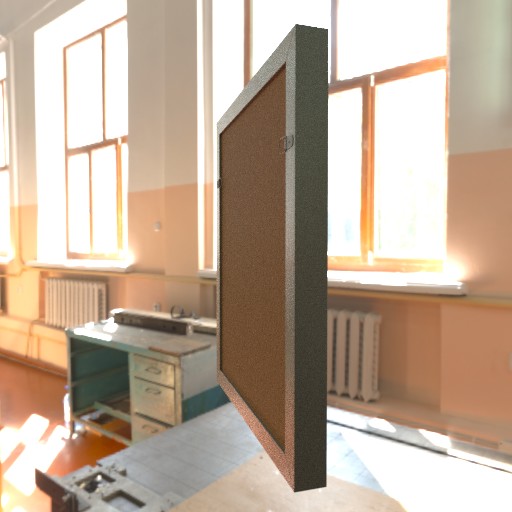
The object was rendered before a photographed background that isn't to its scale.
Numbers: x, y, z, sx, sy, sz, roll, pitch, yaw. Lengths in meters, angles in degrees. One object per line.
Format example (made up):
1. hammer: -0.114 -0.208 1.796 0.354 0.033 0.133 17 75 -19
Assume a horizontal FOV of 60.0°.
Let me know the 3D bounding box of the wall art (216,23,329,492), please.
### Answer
1. wall art: 0.000 0.000 0.509 0.030 0.379 0.308 -1 2 -17
